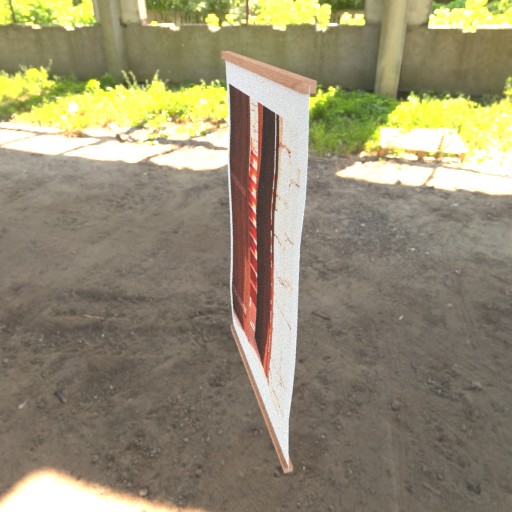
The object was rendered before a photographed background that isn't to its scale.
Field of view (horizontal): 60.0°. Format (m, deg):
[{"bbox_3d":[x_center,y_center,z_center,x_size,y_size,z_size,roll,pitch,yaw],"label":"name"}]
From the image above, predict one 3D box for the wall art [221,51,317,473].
[{"bbox_3d":[0.000,0.000,0.632,0.012,0.508,0.332,-8,30,-14],"label":"wall art"}]
